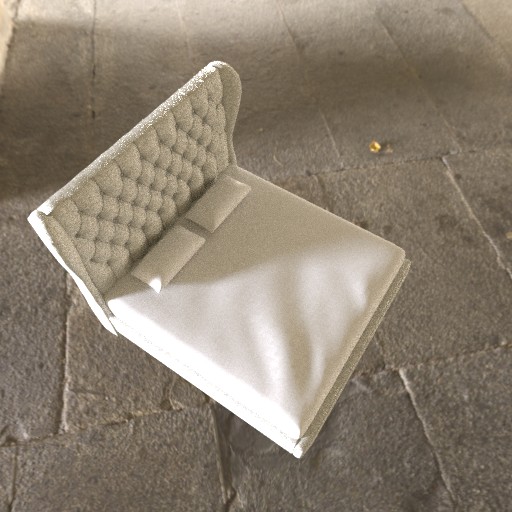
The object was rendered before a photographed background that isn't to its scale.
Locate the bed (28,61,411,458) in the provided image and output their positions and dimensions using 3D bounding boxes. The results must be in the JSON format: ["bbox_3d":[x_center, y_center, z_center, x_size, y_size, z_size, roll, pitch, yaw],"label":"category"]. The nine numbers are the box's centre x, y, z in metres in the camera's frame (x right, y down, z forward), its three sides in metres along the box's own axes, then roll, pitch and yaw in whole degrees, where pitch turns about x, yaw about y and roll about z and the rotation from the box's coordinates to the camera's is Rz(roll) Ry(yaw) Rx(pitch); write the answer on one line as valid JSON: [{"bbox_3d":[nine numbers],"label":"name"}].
[{"bbox_3d":[0.000,0.000,3.858,2.347,1.771,2.219,29,62,17],"label":"bed"}]
